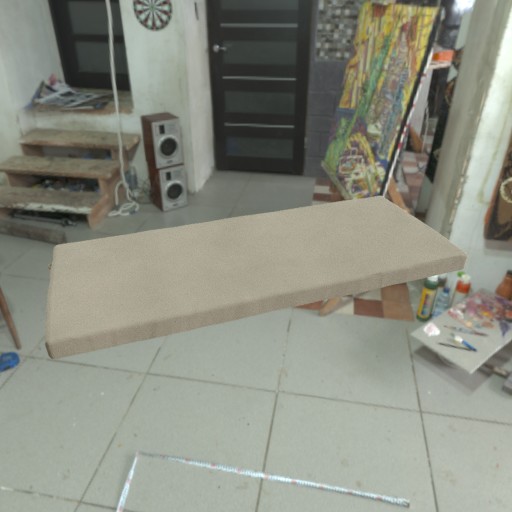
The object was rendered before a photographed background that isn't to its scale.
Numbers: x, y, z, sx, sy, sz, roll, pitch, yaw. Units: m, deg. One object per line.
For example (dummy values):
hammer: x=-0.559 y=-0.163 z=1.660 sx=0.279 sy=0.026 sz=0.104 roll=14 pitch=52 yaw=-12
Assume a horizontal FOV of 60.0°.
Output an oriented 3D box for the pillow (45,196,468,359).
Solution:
pillow: x=0.000 y=0.000 z=1.330 sx=1.187 sy=0.081 sz=0.492 roll=-10 pitch=33 yaw=-16
